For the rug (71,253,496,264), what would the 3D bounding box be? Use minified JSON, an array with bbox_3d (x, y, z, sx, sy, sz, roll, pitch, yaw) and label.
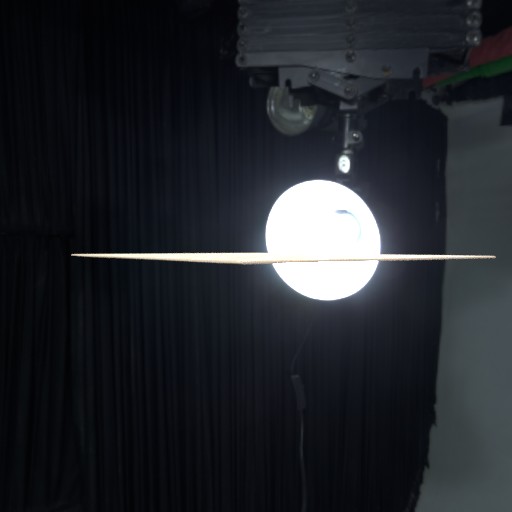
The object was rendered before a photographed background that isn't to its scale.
[{"bbox_3d":[0.000,0.000,3.770,2.288,0.018,2.895,-1,1,-36],"label":"rug"}]
